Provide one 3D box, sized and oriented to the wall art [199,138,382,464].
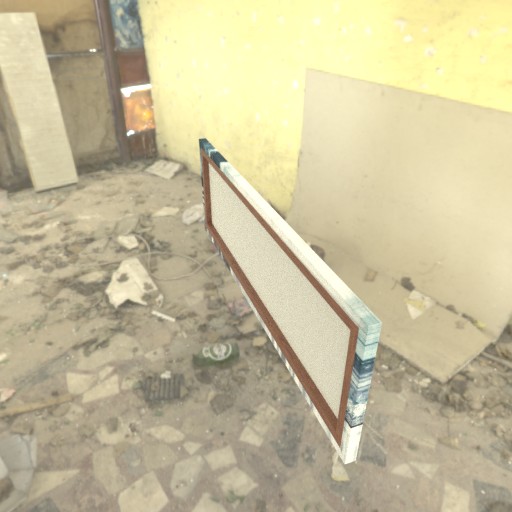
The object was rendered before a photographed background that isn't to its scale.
[{"bbox_3d":[0.000,0.000,1.737,0.037,0.509,1.524,-11,33,-18],"label":"wall art"}]
